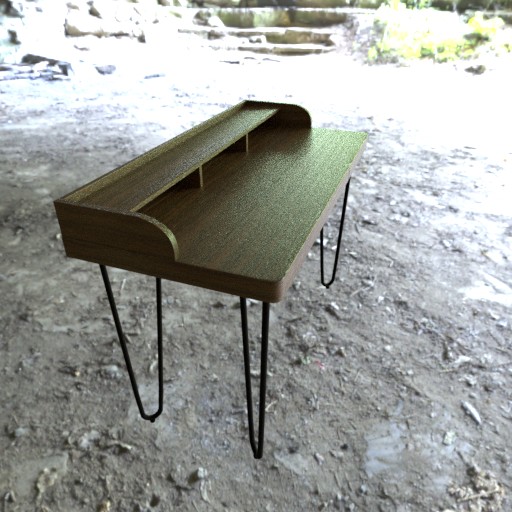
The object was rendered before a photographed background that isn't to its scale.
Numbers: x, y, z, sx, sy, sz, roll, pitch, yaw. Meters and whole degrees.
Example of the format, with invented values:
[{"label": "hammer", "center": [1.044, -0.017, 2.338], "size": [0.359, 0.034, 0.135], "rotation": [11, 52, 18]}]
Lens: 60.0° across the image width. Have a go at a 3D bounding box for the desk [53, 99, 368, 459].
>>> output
[{"label": "desk", "center": [0.000, 0.000, 1.652], "size": [0.565, 0.854, 1.200], "rotation": [11, 33, 18]}]
